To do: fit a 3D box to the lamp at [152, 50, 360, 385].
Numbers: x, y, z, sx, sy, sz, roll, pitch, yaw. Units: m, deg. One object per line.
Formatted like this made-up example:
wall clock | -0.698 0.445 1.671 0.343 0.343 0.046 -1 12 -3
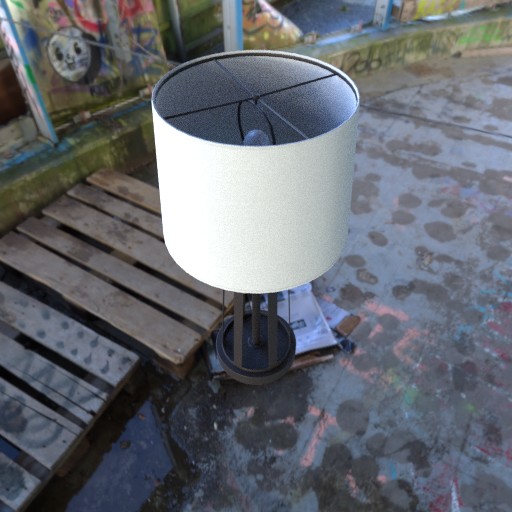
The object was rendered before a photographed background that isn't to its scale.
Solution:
lamp | 0.000 0.000 0.657 0.251 0.509 0.251 0 46 0
